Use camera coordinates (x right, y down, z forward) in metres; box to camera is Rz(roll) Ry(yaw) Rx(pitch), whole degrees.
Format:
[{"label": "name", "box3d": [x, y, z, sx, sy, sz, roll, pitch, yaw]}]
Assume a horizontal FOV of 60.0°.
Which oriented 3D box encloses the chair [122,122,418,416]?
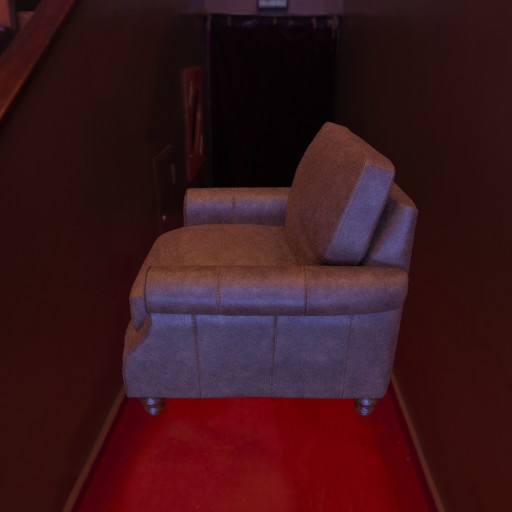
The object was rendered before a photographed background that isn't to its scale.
[{"label": "chair", "box3d": [0.000, 0.000, 1.806, 1.002, 0.976, 0.996, 0, 26, 1]}]
